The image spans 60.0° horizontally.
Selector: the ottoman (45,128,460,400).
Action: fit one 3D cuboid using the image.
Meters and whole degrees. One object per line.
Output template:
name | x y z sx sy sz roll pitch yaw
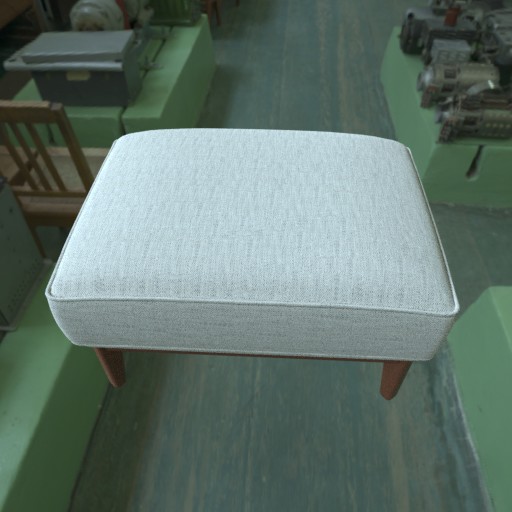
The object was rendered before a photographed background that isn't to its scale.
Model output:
ottoman | 0.000 0.000 1.131 0.794 0.465 0.594 2 47 2
